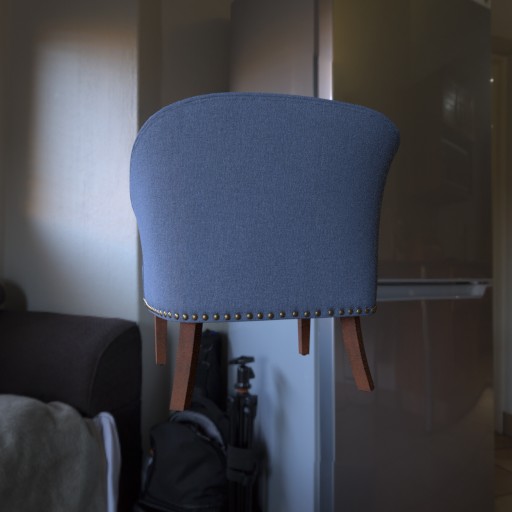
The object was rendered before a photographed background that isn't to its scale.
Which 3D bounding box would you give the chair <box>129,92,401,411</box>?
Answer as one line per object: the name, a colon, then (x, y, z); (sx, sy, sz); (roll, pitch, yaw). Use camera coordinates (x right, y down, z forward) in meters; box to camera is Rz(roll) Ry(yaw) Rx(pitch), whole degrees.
chair: (0.000, 0.000, 1.449); (0.798, 0.815, 0.704); (0, 0, -17)
